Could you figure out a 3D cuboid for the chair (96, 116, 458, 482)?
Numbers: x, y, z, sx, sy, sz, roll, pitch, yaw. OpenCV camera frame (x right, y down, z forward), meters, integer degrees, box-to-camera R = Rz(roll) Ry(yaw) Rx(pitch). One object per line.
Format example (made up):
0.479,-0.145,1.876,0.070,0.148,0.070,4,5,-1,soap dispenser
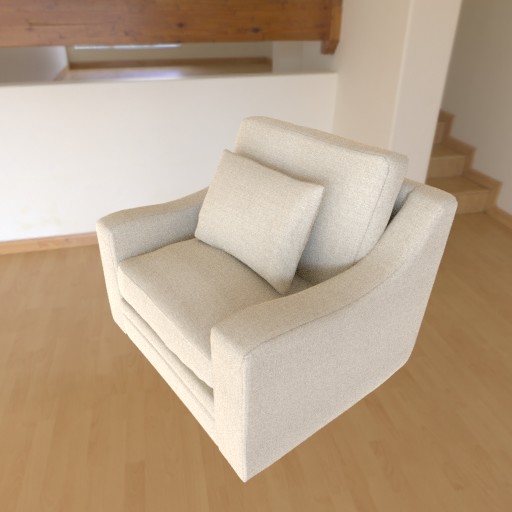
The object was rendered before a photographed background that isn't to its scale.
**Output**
0.000,0.000,1.925,1.009,1.016,1.178,-21,36,-32,chair
